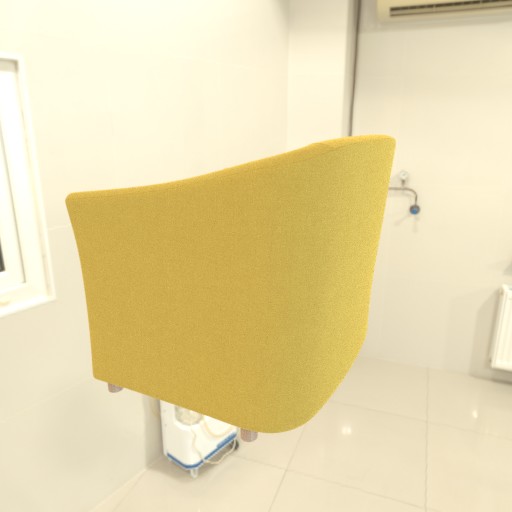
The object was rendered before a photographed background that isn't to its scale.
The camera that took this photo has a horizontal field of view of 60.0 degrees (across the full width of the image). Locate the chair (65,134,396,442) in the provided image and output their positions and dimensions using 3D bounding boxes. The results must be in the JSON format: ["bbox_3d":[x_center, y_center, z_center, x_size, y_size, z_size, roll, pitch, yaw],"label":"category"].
[{"bbox_3d":[0.000,0.000,1.355,0.700,0.720,0.790,9,19,27],"label":"chair"}]
